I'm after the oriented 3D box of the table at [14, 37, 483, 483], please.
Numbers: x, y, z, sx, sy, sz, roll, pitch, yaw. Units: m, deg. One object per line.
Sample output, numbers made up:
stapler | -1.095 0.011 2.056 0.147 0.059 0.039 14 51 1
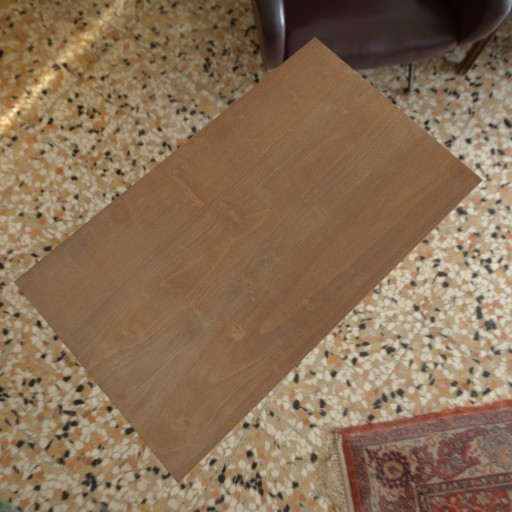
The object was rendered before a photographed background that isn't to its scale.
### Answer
table | 0.000 0.000 2.094 1.609 0.780 0.946 -42 79 -11
